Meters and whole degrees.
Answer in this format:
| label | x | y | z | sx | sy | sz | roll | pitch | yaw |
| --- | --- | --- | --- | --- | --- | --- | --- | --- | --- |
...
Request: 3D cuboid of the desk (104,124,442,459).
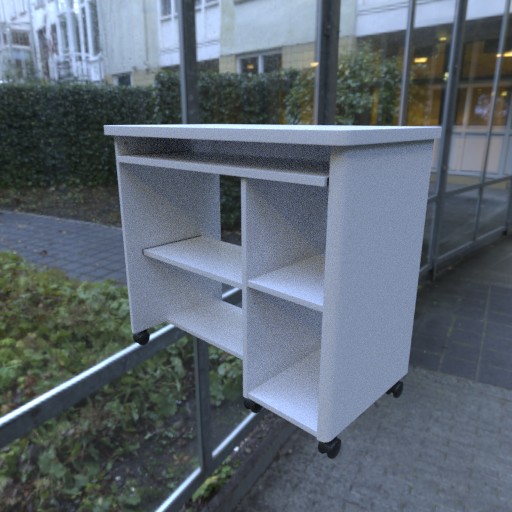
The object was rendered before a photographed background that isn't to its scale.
| label | x | y | z | sx | sy | sz | roll | pitch | yaw |
| --- | --- | --- | --- | --- | --- | --- | --- | --- | --- |
| desk | 0.000 | 0.000 | 1.356 | 0.877 | 0.763 | 0.475 | 16 | 23 | 41 |
